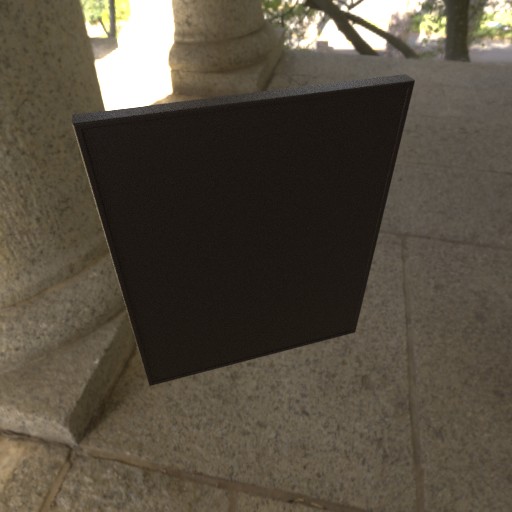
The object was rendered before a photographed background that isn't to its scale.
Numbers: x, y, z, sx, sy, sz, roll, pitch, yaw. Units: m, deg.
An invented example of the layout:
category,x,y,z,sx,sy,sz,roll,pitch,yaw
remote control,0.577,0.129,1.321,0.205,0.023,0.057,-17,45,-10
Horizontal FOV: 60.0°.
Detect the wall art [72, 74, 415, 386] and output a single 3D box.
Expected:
category,x,y,z,sx,sy,sz,roll,pitch,yaw
wall art,0.000,0.000,0.753,0.451,0.551,0.028,-12,43,-13
